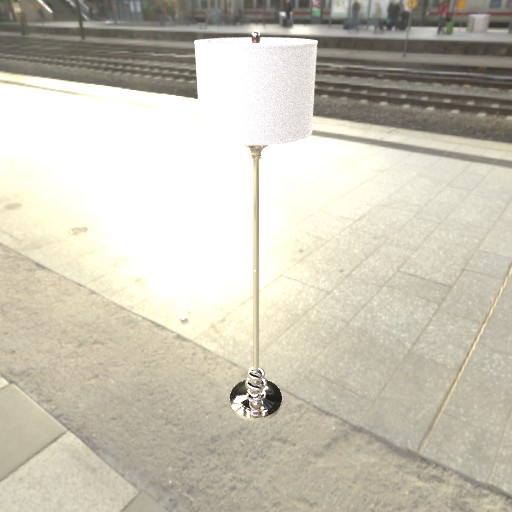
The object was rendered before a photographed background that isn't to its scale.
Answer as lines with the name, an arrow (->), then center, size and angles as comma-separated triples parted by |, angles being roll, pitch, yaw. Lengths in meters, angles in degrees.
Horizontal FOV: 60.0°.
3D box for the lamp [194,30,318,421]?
lamp -> 0.000, 0.000, 1.640 | 0.356, 1.487, 0.356 | 18, 34, 29
